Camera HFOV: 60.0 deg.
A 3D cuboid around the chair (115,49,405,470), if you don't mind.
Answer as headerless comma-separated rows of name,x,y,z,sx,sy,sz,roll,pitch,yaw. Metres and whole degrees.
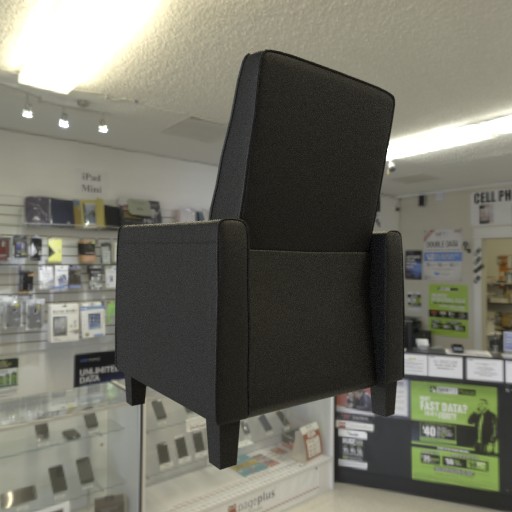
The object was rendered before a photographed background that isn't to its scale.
chair,0.000,0.000,1.476,0.705,1.013,0.746,1,-2,-36
